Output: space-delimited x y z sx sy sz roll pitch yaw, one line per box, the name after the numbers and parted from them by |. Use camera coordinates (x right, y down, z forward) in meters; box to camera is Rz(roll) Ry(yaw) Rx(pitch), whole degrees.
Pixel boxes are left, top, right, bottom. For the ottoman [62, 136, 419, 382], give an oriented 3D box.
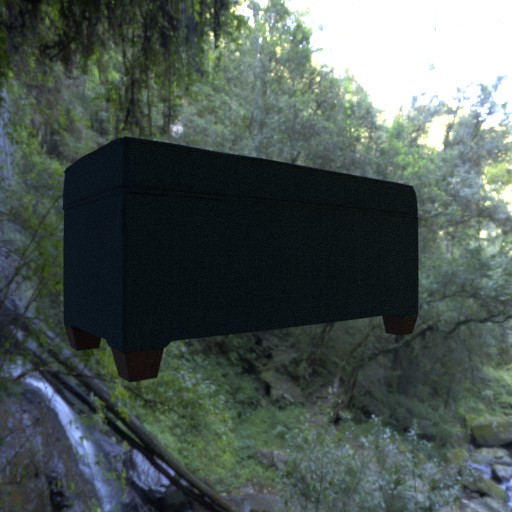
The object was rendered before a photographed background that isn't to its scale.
0.000 0.000 1.247 0.943 0.474 0.474 0 0 -37 | ottoman
